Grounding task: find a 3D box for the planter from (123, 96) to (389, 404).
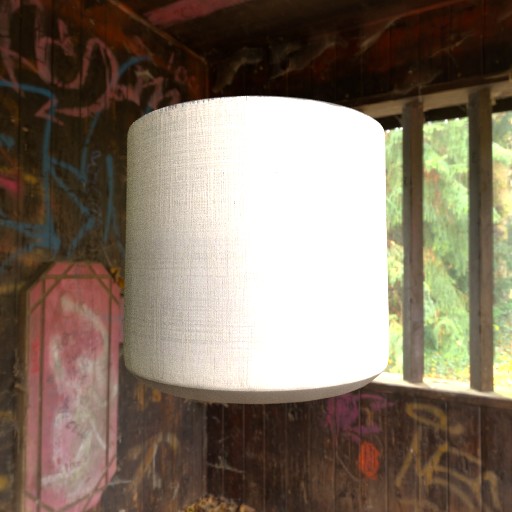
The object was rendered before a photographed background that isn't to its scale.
[{"bbox_3d":[0.000,0.000,0.387,0.221,0.201,0.221,0,-1,0],"label":"planter"}]
